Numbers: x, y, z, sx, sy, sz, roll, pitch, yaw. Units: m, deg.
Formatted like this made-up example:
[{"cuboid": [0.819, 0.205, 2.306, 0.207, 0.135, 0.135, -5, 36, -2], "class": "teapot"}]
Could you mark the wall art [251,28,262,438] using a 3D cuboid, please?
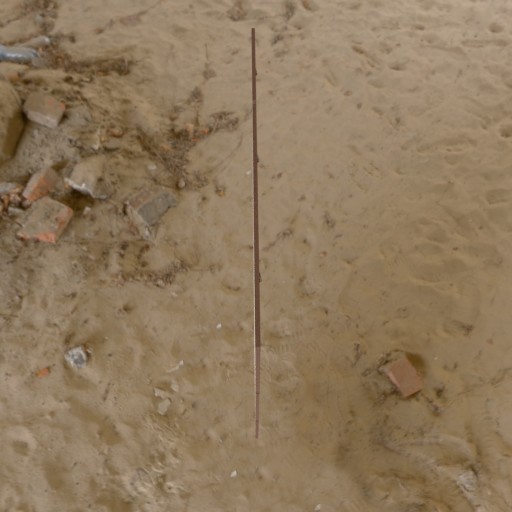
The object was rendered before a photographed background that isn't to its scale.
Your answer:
[{"cuboid": [0.000, 0.000, 1.831, 0.019, 1.218, 1.221, -1, 59, 0], "class": "wall art"}]
